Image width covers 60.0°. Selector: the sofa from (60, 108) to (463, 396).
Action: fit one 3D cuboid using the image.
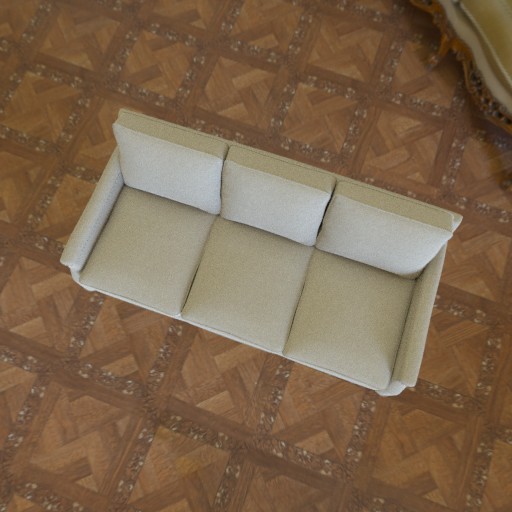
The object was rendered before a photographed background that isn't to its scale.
[{"bbox_3d":[0.000,0.000,2.849,2.246,1.003,1.084,19,75,5],"label":"sofa"}]
